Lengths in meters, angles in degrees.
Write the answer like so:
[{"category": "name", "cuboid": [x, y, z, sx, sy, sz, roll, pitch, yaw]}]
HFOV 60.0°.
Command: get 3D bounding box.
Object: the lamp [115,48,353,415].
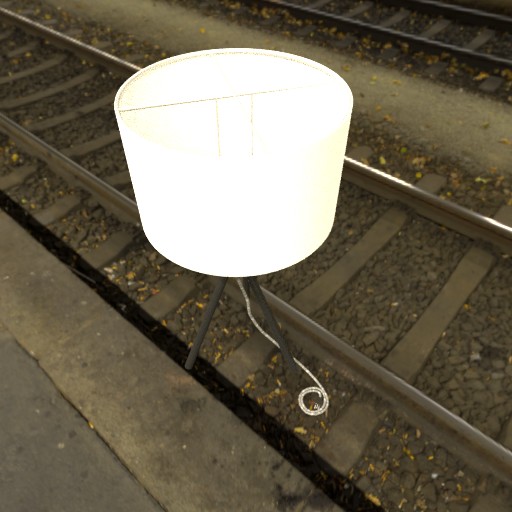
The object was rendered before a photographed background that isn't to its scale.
[{"category": "lamp", "cuboid": [0.000, 0.000, 0.899, 0.422, 0.674, 0.353, 15, 47, 14]}]
